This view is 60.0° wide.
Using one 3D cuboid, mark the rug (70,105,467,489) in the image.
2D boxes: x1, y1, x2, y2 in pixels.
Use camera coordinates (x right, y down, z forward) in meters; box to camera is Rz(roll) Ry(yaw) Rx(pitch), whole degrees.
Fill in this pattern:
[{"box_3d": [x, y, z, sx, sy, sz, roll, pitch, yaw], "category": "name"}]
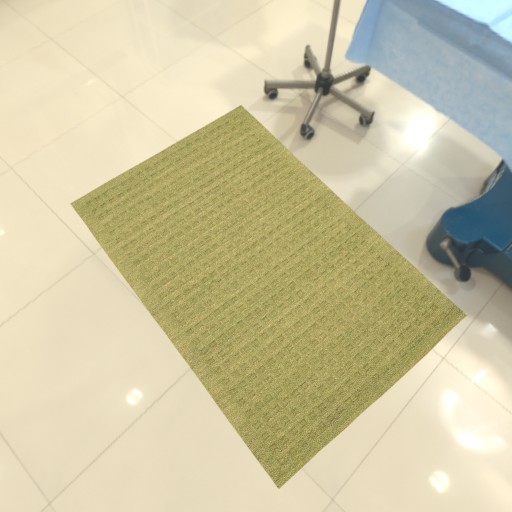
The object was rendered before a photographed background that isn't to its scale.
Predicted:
[{"box_3d": [0.000, 0.000, 2.937, 1.529, 0.007, 2.297, -35, 68, -17], "category": "rug"}]
